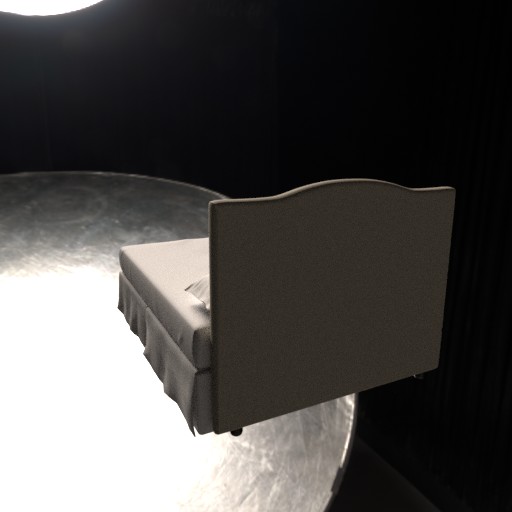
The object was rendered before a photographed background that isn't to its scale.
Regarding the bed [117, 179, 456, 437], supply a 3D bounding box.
[{"bbox_3d":[0.000,0.000,3.738,1.977,1.437,2.477,-7,16,-26],"label":"bed"}]
